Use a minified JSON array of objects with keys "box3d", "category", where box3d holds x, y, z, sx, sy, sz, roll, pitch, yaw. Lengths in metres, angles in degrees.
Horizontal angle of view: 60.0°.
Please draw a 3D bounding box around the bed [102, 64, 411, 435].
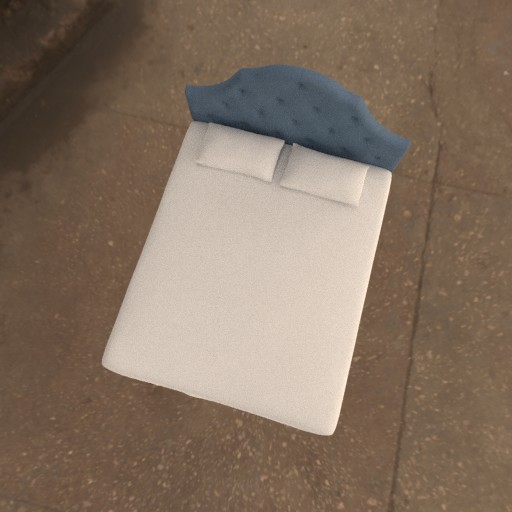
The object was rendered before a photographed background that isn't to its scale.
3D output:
[{"box3d":[0.000,0.000,3.652,2.039,1.617,2.477,15,74,4],"category":"bed"}]
